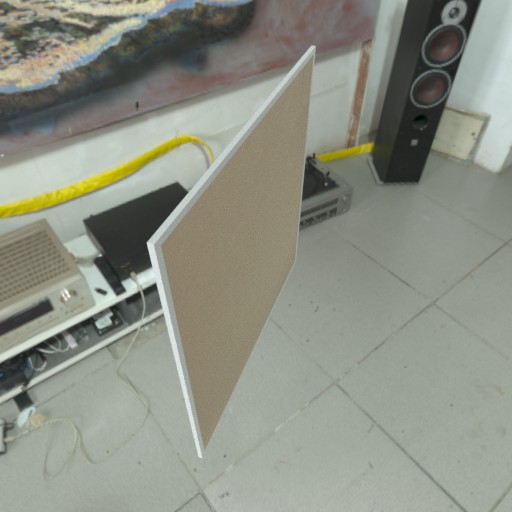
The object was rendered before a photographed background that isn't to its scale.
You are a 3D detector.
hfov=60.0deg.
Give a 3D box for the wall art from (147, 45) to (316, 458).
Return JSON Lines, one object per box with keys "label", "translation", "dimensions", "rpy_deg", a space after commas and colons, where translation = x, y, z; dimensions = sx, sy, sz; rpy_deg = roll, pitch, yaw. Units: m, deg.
{"label": "wall art", "translation": [0.000, 0.000, 0.668], "dimensions": [0.007, 0.456, 0.456], "rpy_deg": [16, 48, 15]}
